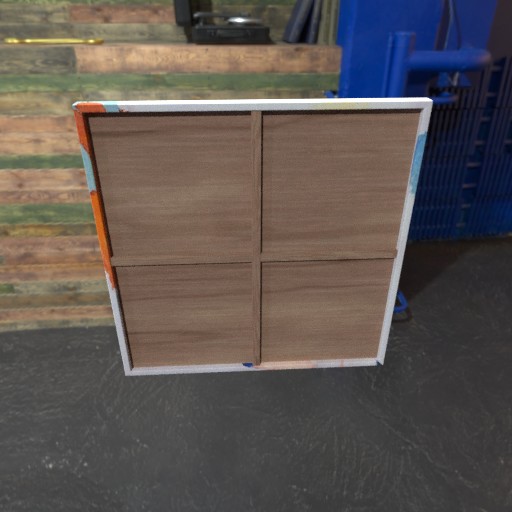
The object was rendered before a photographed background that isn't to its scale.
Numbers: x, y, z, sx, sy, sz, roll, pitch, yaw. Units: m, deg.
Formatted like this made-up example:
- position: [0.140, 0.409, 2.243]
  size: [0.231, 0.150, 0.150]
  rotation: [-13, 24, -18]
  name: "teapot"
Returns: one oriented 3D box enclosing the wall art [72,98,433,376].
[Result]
- position: [0.000, 0.000, 1.515]
  size: [1.017, 1.017, 0.044]
  rotation: [-2, 30, -3]
  name: "wall art"
